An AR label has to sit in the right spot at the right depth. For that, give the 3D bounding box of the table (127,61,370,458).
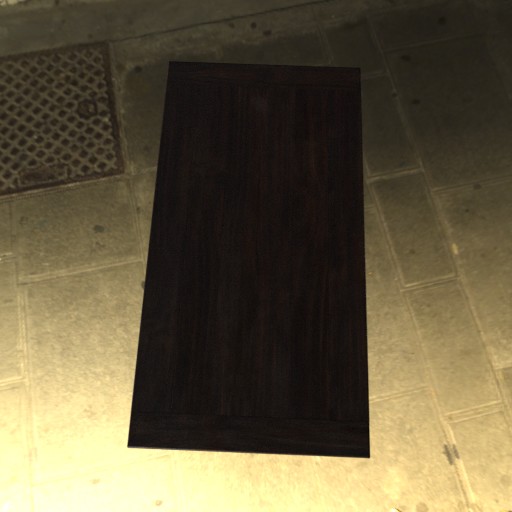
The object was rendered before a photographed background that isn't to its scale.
[{"bbox_3d":[0.000,0.000,1.634,0.700,0.494,1.270,2,75,1],"label":"table"}]
